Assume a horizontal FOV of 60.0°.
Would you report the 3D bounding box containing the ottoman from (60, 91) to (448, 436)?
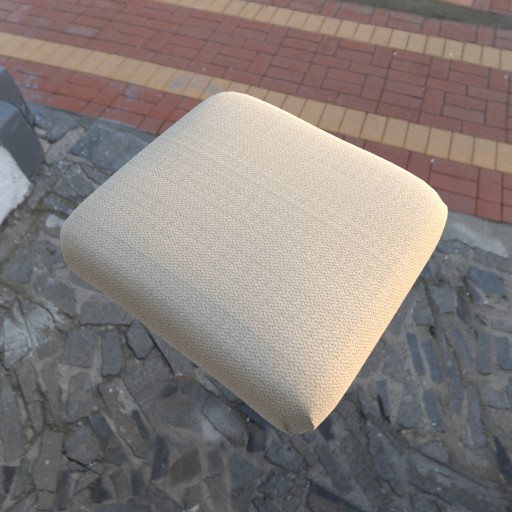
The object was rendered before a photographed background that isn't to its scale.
[{"bbox_3d":[0.000,0.000,1.080,0.684,0.447,0.622,32,64,18],"label":"ottoman"}]
